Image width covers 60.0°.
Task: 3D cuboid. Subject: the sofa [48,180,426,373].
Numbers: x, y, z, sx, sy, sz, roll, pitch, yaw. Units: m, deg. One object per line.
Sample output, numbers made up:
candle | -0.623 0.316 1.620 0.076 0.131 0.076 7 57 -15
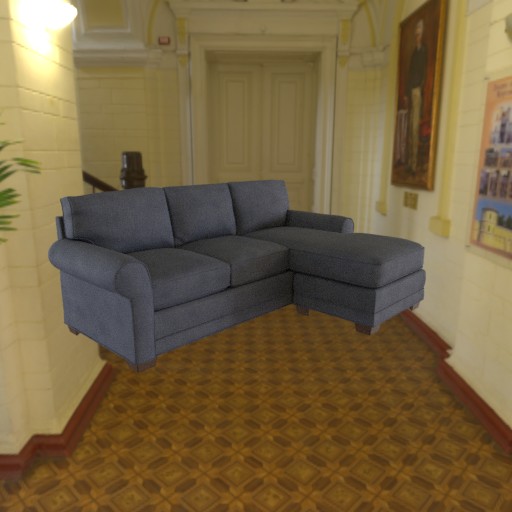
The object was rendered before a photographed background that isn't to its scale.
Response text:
sofa | 0.000 0.000 3.486 1.780 1.063 2.567 12 18 42
